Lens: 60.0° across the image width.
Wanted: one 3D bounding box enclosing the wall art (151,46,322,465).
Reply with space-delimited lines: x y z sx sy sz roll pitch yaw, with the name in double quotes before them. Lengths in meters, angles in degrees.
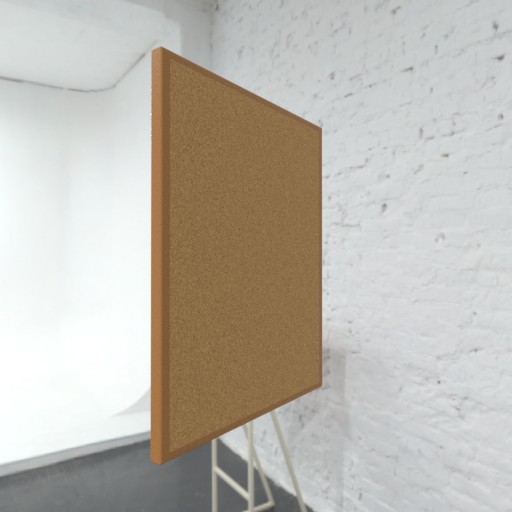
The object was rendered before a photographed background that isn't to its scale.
"wall art" 0.000 0.000 0.772 0.022 0.553 0.452 0 -1 36
